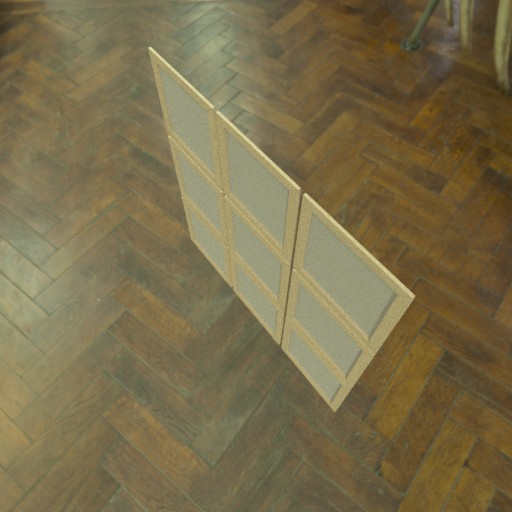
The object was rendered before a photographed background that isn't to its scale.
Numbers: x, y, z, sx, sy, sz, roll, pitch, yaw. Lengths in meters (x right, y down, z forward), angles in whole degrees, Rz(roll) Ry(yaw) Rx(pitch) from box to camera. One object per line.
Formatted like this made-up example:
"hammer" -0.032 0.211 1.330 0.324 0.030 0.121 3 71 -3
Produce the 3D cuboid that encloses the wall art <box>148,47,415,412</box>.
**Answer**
"wall art" 0.000 0.000 2.253 0.014 1.507 1.519 -33 64 -19
